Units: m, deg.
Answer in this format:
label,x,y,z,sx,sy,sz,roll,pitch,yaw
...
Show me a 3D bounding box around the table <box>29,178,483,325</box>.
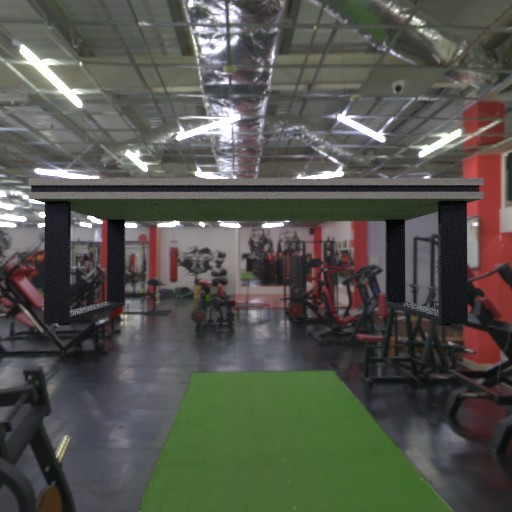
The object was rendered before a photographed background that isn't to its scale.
label,x,y,z,sx,sy,sz,roll,pitch,yaw
table,0.000,0.000,1.663,1.350,0.450,0.700,0,-1,0
